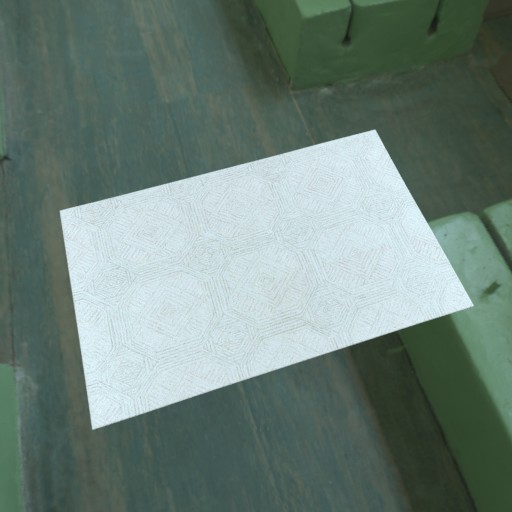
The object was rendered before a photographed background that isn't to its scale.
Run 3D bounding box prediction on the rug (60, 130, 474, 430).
[{"bbox_3d":[0.000,0.000,2.988,2.440,0.008,1.524,-16,65,-8],"label":"rug"}]
